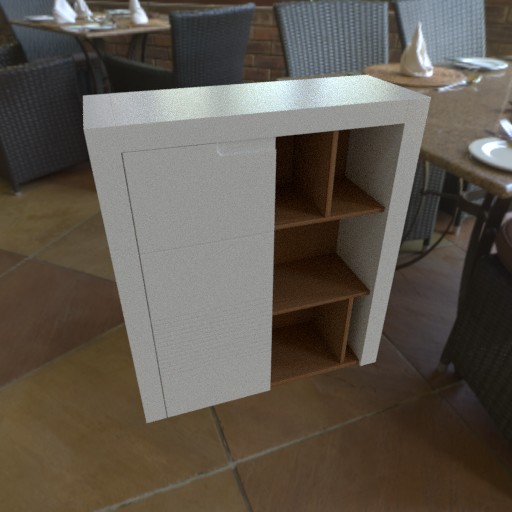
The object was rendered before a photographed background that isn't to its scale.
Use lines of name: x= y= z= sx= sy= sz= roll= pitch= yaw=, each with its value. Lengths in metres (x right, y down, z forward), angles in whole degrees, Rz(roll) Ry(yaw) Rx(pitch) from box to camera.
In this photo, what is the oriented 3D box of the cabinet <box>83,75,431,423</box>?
cabinet: x=0.000 y=0.000 z=1.650 sx=0.990 sy=1.150 sz=0.348 roll=-10 pitch=35 yaw=-15
